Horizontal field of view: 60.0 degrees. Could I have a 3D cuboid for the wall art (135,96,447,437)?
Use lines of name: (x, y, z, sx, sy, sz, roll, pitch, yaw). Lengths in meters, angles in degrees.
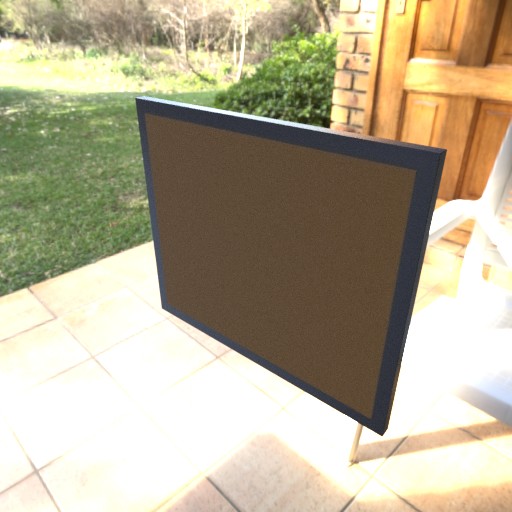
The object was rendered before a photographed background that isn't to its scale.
wall art: (0.000, 0.000, 0.917, 0.660, 0.558, 0.026, 22, 36, 34)
